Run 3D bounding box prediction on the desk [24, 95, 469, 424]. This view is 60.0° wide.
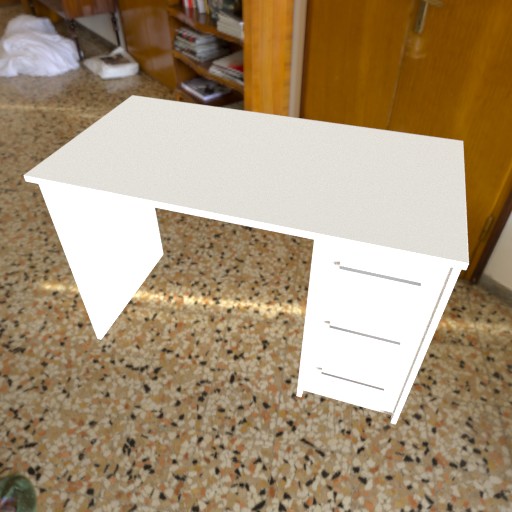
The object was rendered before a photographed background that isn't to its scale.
[{"bbox_3d":[0.000,0.000,1.474,1.097,0.735,0.560,12,43,13],"label":"desk"}]
